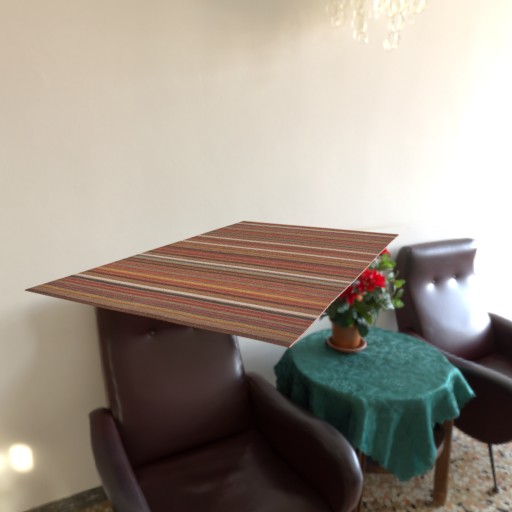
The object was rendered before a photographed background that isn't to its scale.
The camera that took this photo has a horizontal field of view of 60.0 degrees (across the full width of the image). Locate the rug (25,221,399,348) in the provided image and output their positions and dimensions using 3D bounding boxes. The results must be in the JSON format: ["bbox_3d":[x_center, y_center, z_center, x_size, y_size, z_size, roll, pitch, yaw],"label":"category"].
[{"bbox_3d":[0.000,0.000,3.075,1.523,0.008,2.438,7,16,26],"label":"rug"}]
